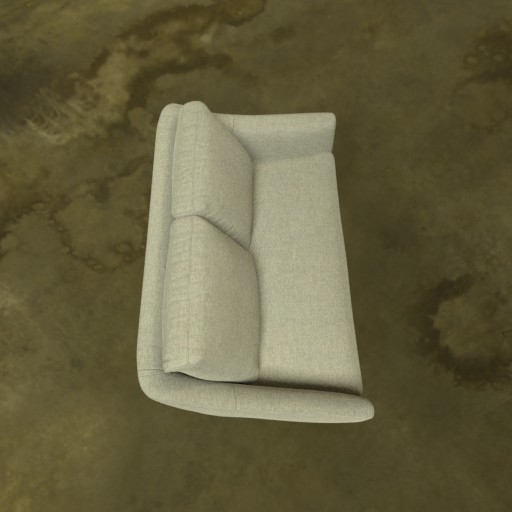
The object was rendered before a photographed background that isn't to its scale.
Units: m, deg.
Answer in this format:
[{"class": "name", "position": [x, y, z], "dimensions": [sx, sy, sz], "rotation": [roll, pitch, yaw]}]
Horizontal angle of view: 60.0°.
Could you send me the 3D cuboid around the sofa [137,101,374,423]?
[{"class": "sofa", "position": [0.000, 0.000, 2.266], "dimensions": [0.960, 0.904, 1.619], "rotation": [-1, 65, -1]}]
